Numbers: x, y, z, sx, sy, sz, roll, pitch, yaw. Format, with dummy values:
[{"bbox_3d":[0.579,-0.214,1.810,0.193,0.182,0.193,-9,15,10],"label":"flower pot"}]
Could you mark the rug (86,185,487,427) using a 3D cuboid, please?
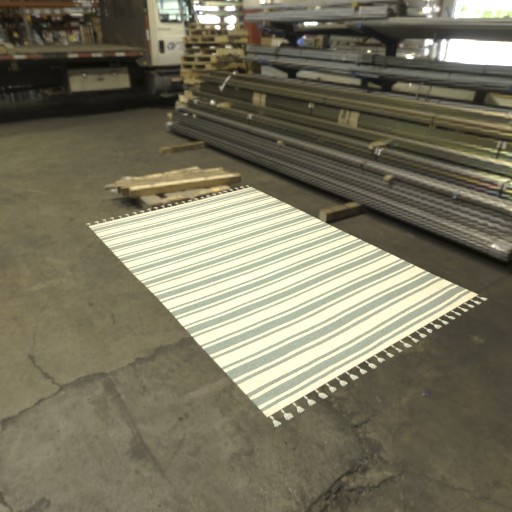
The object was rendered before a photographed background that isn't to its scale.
[{"bbox_3d":[0.000,0.000,2.989,1.539,0.011,2.410,-19,34,-31],"label":"rug"}]
